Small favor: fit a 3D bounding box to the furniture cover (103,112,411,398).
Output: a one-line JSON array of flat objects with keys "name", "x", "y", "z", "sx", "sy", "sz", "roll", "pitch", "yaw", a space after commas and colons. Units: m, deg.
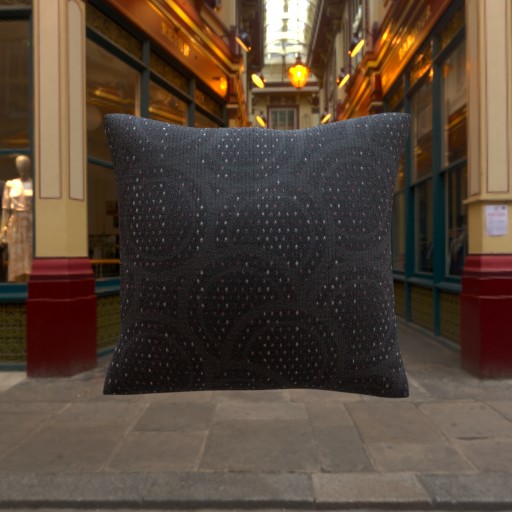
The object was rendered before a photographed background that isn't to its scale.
[{"name": "furniture cover", "x": 0.000, "y": 0.000, "z": 0.796, "sx": 0.552, "sy": 0.509, "sz": 0.193, "roll": 0, "pitch": 1, "yaw": 1}]
